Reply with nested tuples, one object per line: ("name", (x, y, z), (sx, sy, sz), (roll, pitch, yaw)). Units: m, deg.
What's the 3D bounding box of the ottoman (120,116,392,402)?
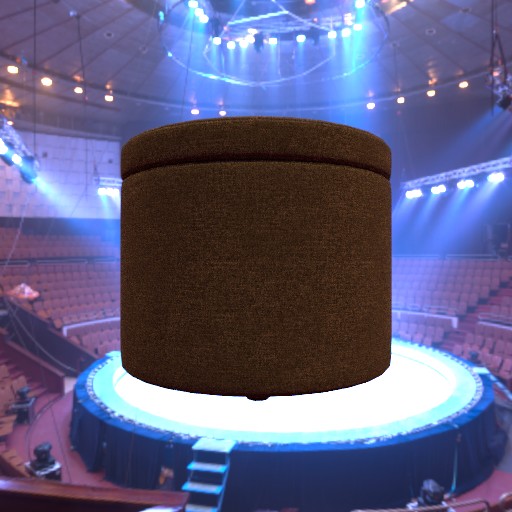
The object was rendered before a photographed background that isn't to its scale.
("ottoman", (0.000, 0.000, 0.852), (0.500, 0.419, 0.500), (0, 0, 0))
